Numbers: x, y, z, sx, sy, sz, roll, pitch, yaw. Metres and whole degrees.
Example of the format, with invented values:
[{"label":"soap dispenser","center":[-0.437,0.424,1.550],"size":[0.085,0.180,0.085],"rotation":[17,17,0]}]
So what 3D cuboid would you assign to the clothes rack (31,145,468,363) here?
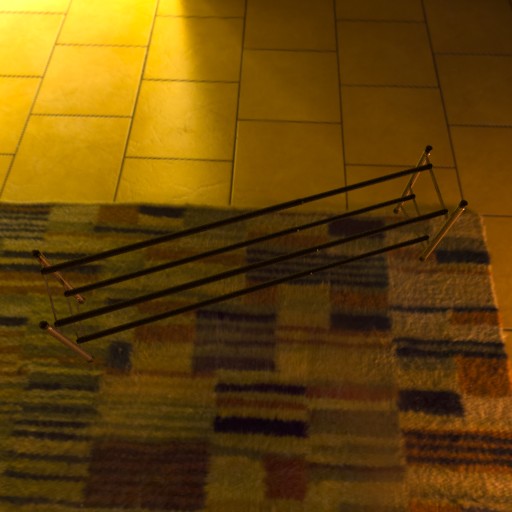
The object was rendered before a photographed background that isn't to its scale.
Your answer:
[{"label":"clothes rack","center":[0.000,0.000,1.346],"size":[1.168,0.349,0.229],"rotation":[-16,64,-8]}]
